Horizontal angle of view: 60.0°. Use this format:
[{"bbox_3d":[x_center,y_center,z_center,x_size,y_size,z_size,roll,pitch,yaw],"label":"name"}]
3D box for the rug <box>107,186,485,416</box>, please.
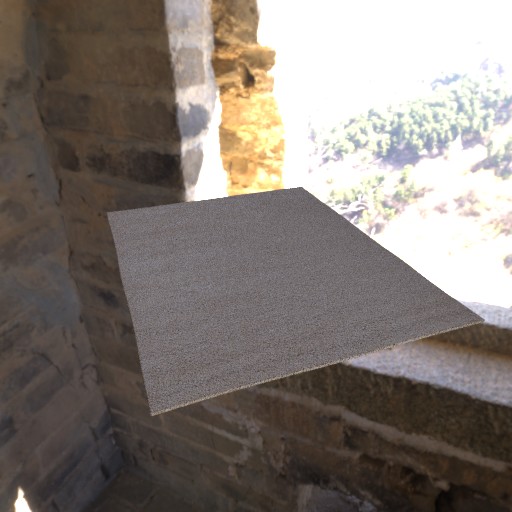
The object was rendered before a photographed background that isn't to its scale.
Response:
[{"bbox_3d":[0.000,0.000,4.062,2.400,0.026,3.000,-10,31,-18],"label":"rug"}]
